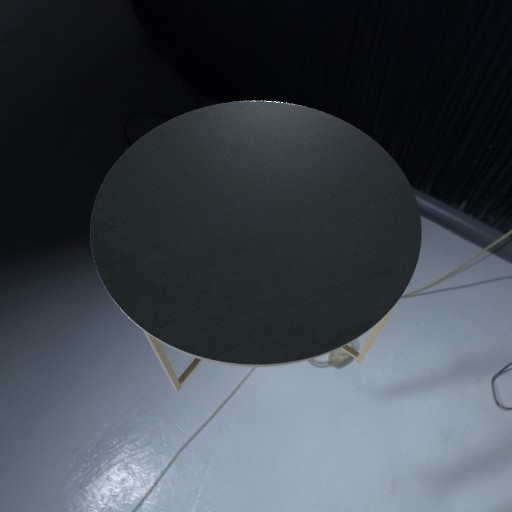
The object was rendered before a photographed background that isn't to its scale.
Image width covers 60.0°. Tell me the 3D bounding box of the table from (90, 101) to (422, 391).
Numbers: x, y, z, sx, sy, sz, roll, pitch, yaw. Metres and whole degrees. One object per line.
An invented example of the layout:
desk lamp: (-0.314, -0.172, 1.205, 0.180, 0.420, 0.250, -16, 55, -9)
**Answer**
table: (0.000, 0.000, 1.281, 0.800, 0.450, 0.800, 0, 57, 0)
